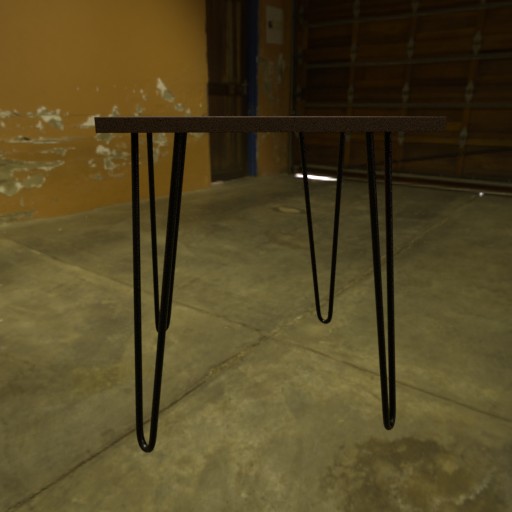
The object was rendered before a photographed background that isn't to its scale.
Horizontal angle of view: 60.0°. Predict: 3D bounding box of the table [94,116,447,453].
[{"bbox_3d":[0.000,0.000,0.931,0.495,0.559,0.495,-2,18,-7],"label":"table"}]
